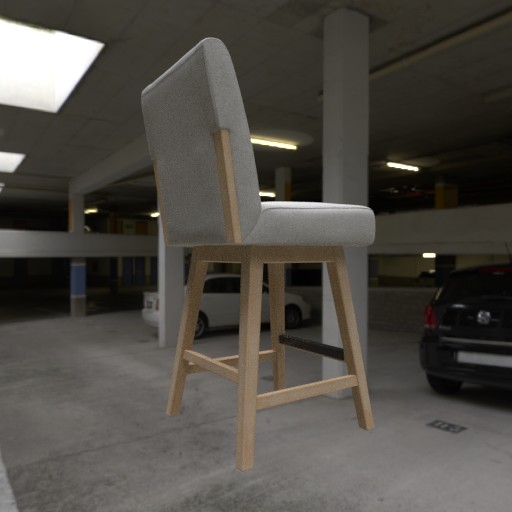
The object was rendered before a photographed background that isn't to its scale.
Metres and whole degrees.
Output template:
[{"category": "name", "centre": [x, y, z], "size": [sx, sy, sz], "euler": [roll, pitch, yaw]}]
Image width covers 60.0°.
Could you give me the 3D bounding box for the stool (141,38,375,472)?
[{"category": "stool", "centre": [0.000, 0.000, 1.418], "size": [0.606, 1.085, 0.507], "euler": [0, 1, -34]}]
